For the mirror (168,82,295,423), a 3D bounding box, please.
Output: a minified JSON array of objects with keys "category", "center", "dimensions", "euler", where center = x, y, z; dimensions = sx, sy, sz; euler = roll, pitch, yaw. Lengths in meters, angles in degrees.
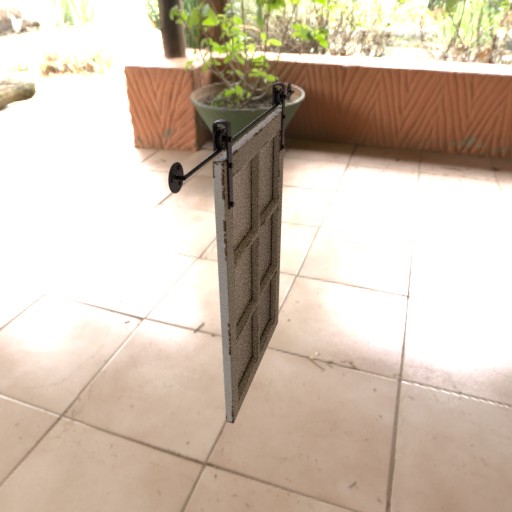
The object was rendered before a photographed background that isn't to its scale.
[{"category":"mirror","center":[0.000,0.000,1.237],"dimensions":[0.037,0.844,0.808],"euler":[10,33,15]}]
